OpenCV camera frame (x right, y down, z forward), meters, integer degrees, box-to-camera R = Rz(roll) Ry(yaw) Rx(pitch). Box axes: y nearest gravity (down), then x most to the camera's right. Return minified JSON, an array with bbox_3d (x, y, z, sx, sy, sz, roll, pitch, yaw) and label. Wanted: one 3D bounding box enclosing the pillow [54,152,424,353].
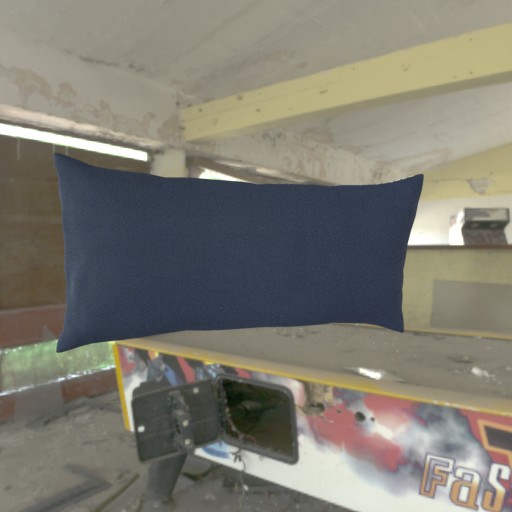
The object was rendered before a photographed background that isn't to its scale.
[{"bbox_3d":[0.000,0.000,0.728,0.608,0.292,0.156,0,0,-18],"label":"pillow"}]
